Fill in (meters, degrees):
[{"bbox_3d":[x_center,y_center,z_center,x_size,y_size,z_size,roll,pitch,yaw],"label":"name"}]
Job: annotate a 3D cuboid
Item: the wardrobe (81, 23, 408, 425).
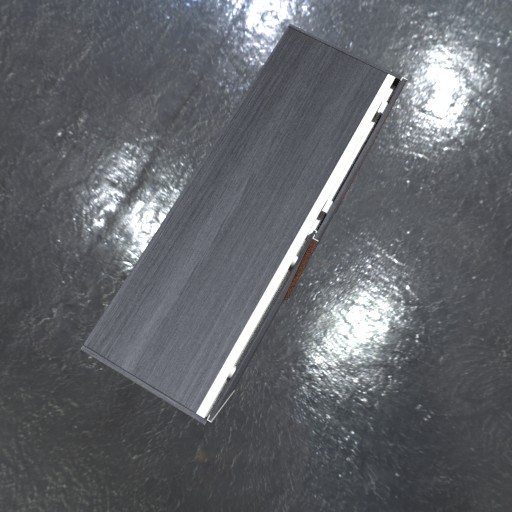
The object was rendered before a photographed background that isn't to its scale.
[{"bbox_3d":[0.000,0.000,2.884,0.629,1.960,1.780,29,78,7],"label":"wardrobe"}]
